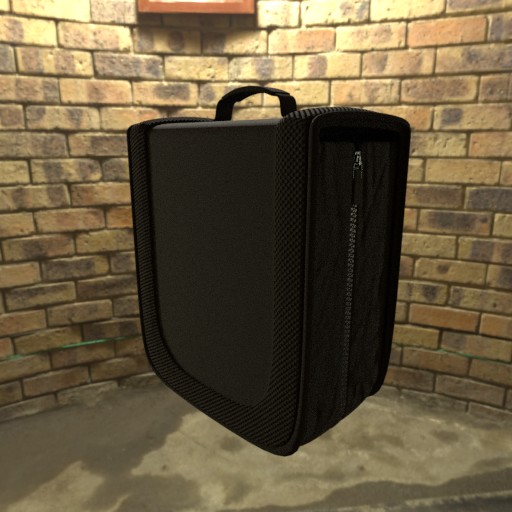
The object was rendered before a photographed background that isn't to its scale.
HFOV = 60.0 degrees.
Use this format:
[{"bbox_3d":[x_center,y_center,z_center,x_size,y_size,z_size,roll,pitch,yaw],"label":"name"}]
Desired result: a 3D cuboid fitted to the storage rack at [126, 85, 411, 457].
[{"bbox_3d":[0.000,0.000,0.541,0.168,0.387,0.297,-14,20,-43],"label":"storage rack"}]
